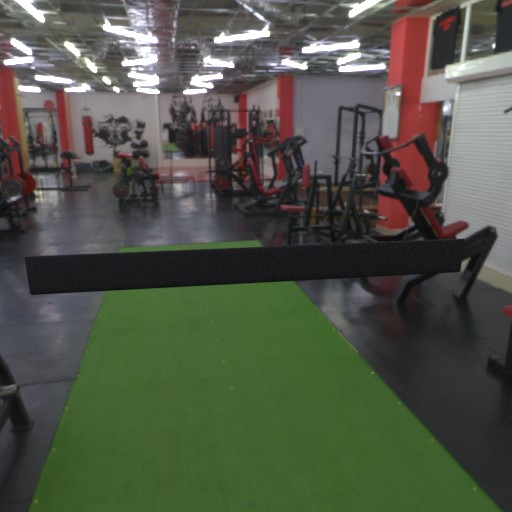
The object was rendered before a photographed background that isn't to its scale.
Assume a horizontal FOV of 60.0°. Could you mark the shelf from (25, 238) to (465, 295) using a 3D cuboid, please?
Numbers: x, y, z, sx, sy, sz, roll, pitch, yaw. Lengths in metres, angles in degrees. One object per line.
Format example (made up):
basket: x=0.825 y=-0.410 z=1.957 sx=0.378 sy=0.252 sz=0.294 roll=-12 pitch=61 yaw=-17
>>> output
shelf: x=0.000 y=0.000 z=0.658 sx=0.605 sy=0.053 sz=0.102 roll=-3 pitch=16 yaw=-9
